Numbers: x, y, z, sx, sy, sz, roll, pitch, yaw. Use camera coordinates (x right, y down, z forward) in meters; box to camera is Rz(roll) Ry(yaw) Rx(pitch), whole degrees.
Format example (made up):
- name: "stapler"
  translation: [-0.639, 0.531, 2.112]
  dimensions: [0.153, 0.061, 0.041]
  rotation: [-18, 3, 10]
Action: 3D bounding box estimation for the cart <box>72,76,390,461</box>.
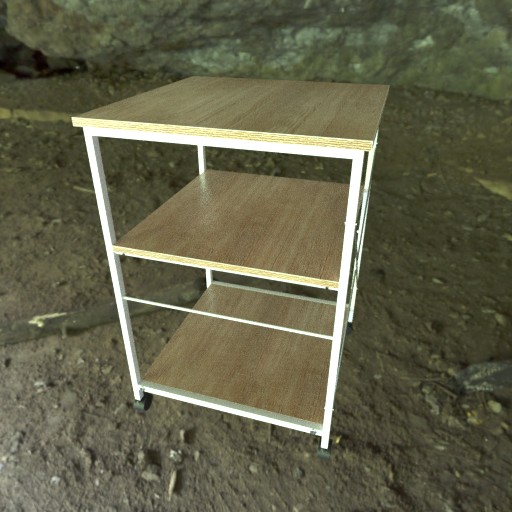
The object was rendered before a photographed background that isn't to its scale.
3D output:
- name: "cart"
  translation: [0.000, 0.000, 1.120]
  dimensions: [0.520, 0.762, 0.521]
  rotation: [9, 31, 15]
